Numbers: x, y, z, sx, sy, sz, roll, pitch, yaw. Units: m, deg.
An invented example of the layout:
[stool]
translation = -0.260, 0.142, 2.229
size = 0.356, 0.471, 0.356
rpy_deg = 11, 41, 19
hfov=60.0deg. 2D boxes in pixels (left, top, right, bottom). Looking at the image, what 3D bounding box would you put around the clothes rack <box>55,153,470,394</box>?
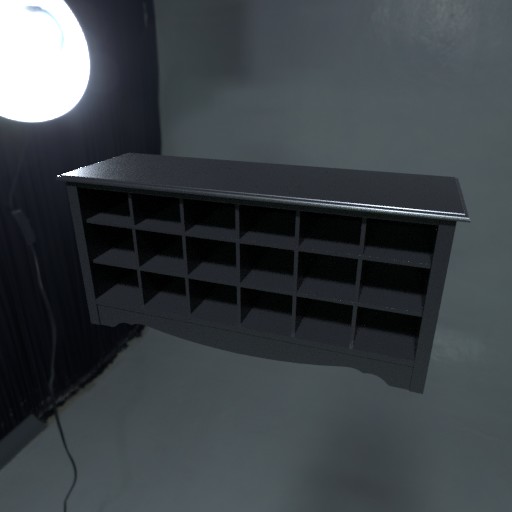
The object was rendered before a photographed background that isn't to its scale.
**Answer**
[clothes rack]
translation = 0.000, 0.000, 1.518
size = 1.219, 0.556, 0.406
rpy_deg = 8, 25, 17
